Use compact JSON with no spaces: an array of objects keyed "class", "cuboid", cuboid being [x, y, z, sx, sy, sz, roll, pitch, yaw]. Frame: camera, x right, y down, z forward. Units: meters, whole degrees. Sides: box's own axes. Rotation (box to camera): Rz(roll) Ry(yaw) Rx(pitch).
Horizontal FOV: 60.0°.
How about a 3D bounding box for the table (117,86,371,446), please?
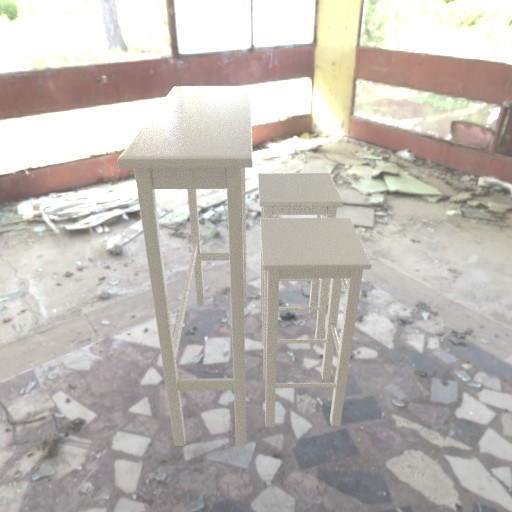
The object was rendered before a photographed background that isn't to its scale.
[{"class":"table","cuboid":[0.000,0.000,1.683,0.650,1.065,0.915,0,31,-1]}]
